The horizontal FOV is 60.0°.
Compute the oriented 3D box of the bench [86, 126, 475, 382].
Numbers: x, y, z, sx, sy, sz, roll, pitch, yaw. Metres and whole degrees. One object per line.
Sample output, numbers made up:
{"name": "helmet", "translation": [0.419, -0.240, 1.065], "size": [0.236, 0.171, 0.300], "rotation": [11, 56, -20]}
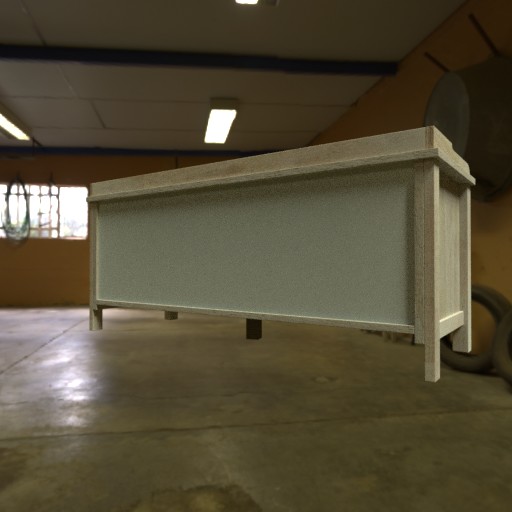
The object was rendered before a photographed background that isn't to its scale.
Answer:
{"name": "bench", "translation": [0.000, 0.000, 1.339], "size": [1.140, 0.501, 0.398], "rotation": [0, -1, 35]}
